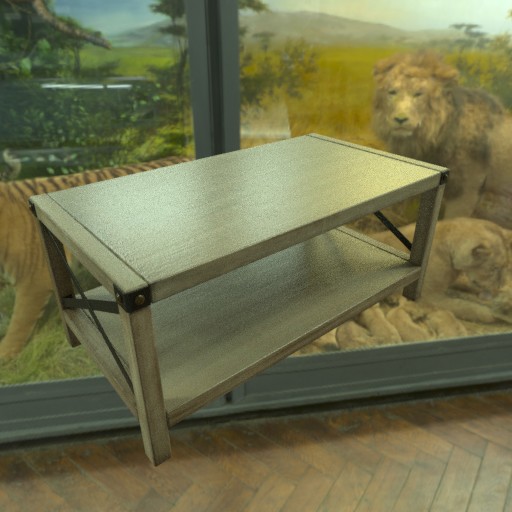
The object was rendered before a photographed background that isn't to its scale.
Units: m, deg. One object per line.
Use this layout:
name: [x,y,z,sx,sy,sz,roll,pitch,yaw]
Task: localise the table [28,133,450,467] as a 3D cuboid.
table: [0.000,0.000,1.291,1.016,0.456,0.559,-22,36,-34]
